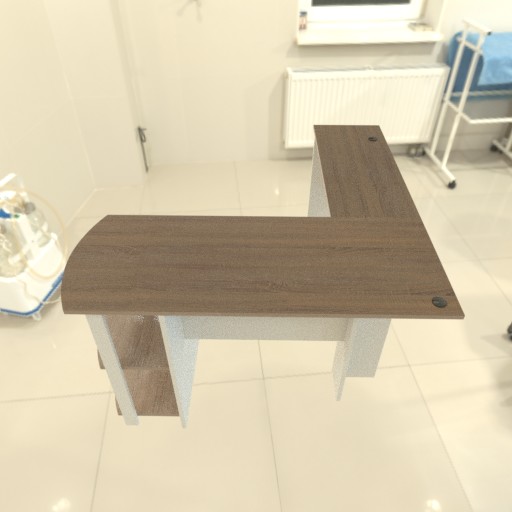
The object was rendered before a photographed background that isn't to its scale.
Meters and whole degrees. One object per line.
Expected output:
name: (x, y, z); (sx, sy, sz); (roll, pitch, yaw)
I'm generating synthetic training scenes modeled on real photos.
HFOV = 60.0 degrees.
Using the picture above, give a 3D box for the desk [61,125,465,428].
desk: (0.000, 0.000, 2.110); (1.303, 0.716, 1.361); (1, 41, 1)
